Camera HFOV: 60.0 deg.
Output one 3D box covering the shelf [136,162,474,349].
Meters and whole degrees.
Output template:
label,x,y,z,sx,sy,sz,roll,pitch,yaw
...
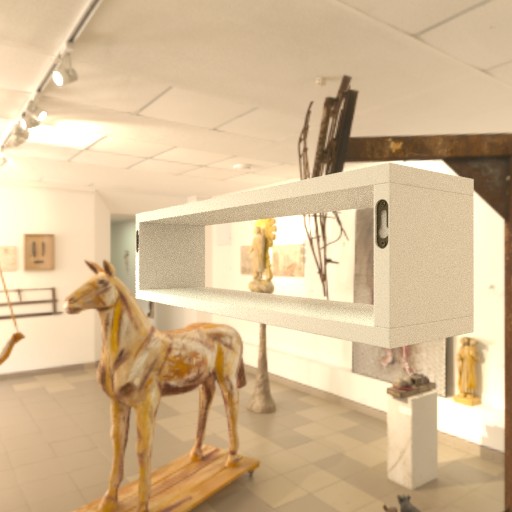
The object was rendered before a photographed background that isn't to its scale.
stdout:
label,x,y,z,sx,sy,sz,roll,pitch,yaw
shelf,0.000,0.000,0.692,0.150,0.170,0.610,0,0,-37
